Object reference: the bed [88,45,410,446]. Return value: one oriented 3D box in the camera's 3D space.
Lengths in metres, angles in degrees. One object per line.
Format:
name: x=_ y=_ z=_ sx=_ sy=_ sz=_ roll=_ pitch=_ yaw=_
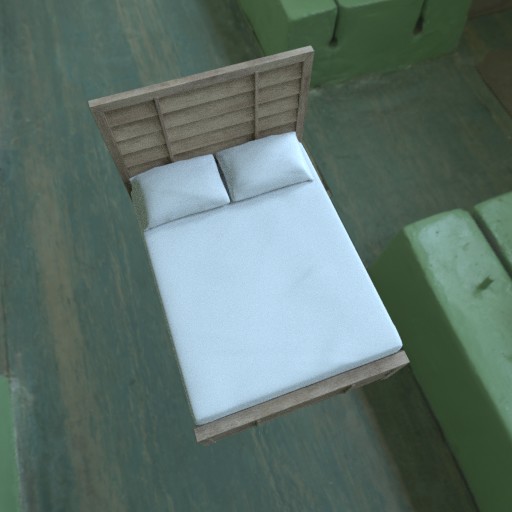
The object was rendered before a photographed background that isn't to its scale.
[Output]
bed: x=0.000 y=0.000 z=3.372 sx=1.626 sy=1.626 sz=2.197 roll=-18 pitch=65 yaw=-8
